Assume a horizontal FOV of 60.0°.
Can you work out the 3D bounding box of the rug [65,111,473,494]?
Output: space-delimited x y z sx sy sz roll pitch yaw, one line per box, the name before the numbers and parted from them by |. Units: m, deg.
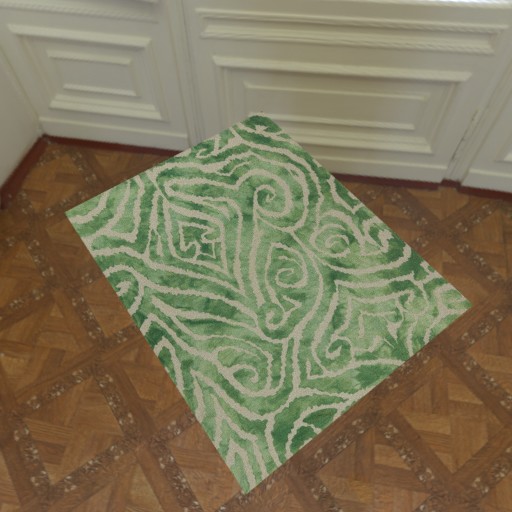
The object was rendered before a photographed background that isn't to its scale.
rug | 0.000 0.000 4.107 2.436 0.007 3.045 -32 64 -18
